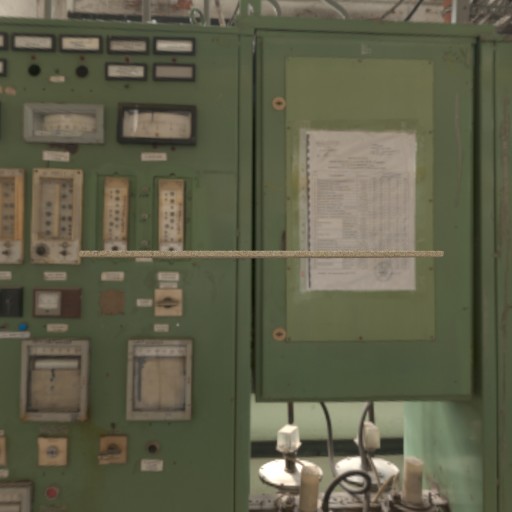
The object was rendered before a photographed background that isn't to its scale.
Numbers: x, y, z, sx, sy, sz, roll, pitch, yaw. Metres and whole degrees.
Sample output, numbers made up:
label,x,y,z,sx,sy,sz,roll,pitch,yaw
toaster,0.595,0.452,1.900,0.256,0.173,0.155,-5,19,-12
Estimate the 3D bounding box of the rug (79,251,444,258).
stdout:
label,x,y,z,sx,sy,sz,roll,pitch,yaw
rug,0.000,0.000,2.993,1.500,0.025,2.346,0,0,-1
